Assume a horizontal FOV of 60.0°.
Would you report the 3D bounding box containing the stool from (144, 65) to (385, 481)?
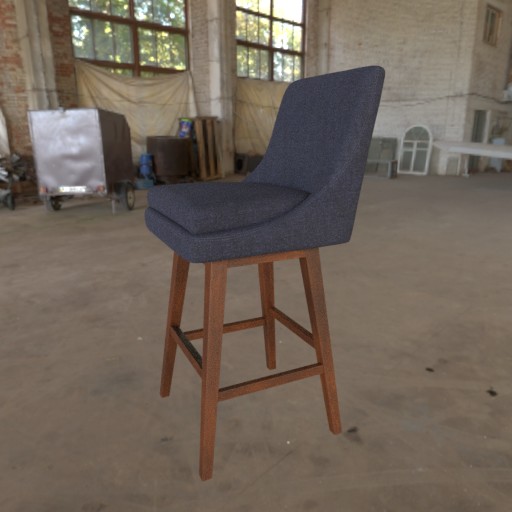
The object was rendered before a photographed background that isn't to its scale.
[{"bbox_3d":[0.000,0.000,1.355,0.572,1.068,0.489,-8,17,-25],"label":"stool"}]
